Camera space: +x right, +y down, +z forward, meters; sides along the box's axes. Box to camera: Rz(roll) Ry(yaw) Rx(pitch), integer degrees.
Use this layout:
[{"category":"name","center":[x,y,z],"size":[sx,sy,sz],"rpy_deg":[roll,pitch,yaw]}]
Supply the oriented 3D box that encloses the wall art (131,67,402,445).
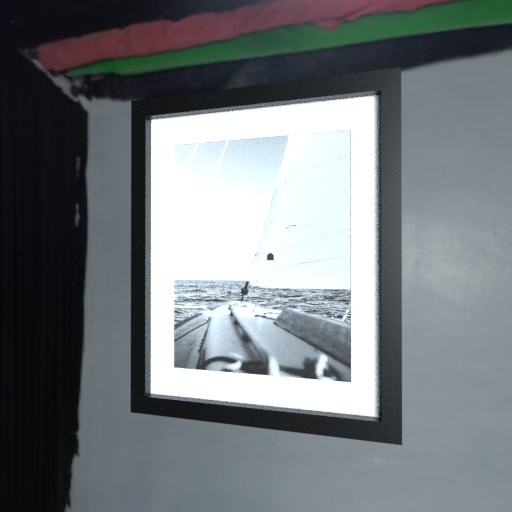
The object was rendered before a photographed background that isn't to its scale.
[{"category":"wall art","center":[0.000,0.000,0.739],"size":[0.461,0.558,0.031],"rpy_deg":[0,0,18]}]
